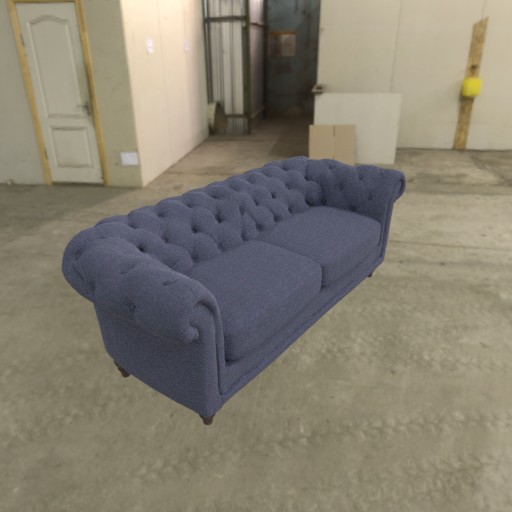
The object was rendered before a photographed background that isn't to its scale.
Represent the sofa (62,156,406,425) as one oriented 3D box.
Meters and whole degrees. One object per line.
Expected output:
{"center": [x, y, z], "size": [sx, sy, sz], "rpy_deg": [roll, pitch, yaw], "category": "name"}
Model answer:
{"center": [0.000, 0.000, 2.833], "size": [1.046, 0.836, 2.335], "rpy_deg": [18, 31, 33], "category": "sofa"}
